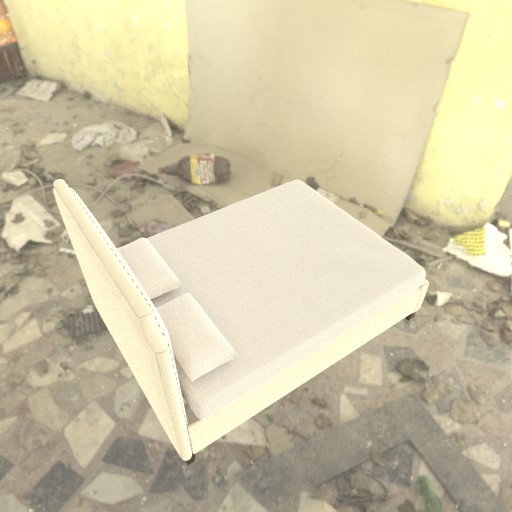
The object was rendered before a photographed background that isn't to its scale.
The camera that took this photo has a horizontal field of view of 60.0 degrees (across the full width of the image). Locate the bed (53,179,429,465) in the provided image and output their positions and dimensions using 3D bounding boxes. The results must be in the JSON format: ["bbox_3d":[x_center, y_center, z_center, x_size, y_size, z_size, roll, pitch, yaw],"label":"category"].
[{"bbox_3d":[0.000,0.000,3.501,2.372,1.497,1.712,-25,48,-25],"label":"bed"}]
